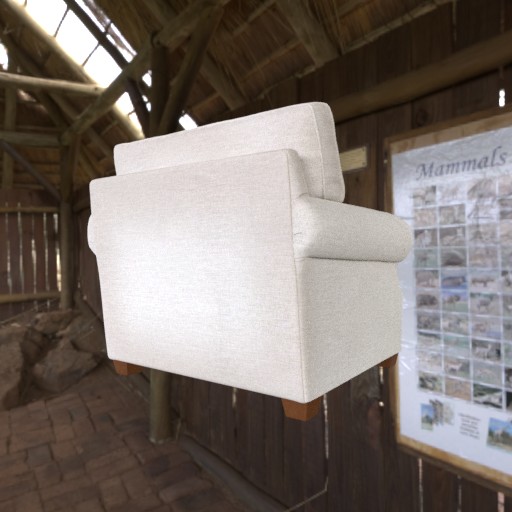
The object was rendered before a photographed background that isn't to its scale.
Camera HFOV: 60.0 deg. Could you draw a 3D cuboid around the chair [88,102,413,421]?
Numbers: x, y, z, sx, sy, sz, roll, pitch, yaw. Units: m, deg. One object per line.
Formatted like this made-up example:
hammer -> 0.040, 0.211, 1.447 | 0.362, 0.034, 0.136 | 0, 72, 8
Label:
chair -> 0.000, 0.000, 1.847 | 1.092, 0.961, 0.965 | 0, 1, 36
